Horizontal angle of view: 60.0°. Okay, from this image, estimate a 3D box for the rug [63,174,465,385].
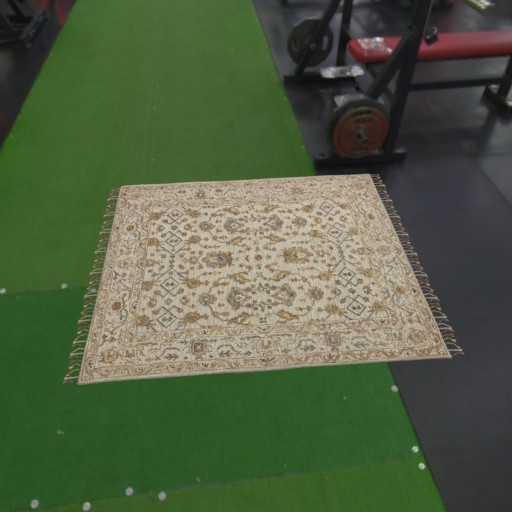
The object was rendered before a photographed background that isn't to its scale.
[{"bbox_3d":[0.000,0.000,4.181,3.061,0.034,2.426,-3,46,-3],"label":"rug"}]
